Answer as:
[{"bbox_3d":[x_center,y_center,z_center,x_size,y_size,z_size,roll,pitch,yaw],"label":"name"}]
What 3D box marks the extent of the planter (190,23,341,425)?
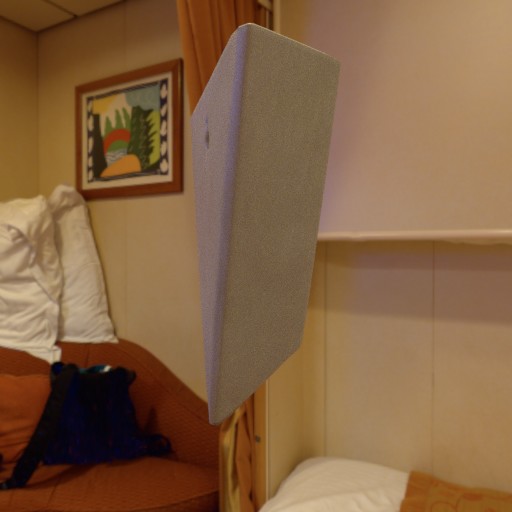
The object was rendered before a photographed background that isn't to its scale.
[{"bbox_3d":[0.000,0.000,0.265,0.060,0.197,0.150,0,0,-17],"label":"planter"}]
